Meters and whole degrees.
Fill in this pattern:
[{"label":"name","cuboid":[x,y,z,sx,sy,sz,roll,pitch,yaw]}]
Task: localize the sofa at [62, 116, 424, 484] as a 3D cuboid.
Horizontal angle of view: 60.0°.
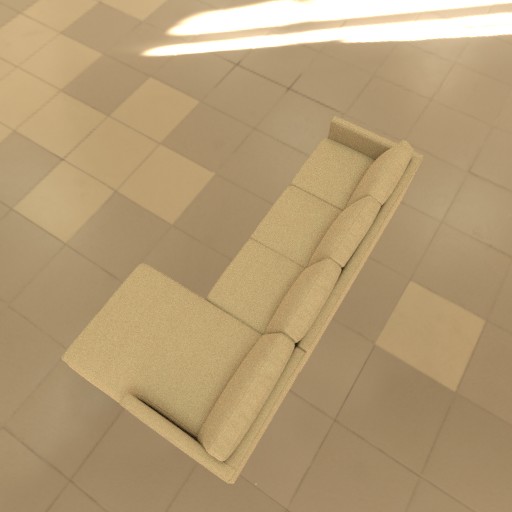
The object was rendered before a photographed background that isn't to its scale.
[{"label":"sofa","cuboid":[0.000,0.000,3.844,1.622,0.867,3.177,30,67,14]}]
